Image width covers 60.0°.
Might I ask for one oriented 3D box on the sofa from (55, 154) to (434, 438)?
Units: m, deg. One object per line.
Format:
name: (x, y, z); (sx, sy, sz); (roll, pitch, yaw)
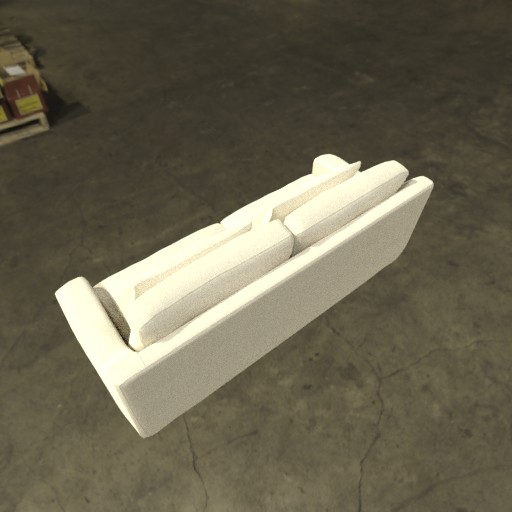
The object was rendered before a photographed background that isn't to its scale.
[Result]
sofa: (0.000, 0.000, 3.078); (2.470, 1.022, 1.009); (-30, 53, -26)
